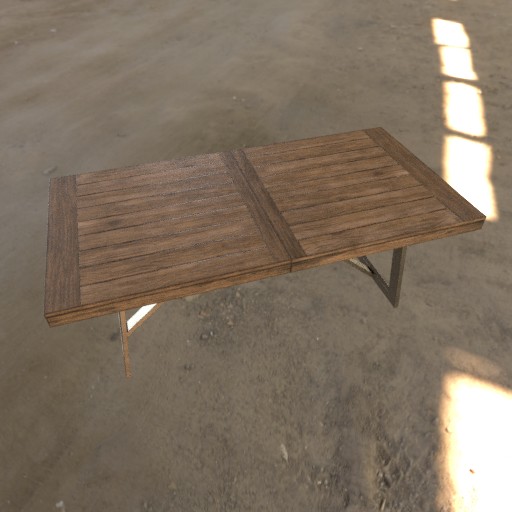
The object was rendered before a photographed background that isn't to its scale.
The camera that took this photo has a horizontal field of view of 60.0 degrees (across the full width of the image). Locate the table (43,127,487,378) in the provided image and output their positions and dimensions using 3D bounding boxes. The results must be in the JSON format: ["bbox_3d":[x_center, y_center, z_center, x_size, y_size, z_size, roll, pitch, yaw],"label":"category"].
[{"bbox_3d":[0.000,0.000,2.351,1.867,0.757,0.931,-12,43,-13],"label":"table"}]
